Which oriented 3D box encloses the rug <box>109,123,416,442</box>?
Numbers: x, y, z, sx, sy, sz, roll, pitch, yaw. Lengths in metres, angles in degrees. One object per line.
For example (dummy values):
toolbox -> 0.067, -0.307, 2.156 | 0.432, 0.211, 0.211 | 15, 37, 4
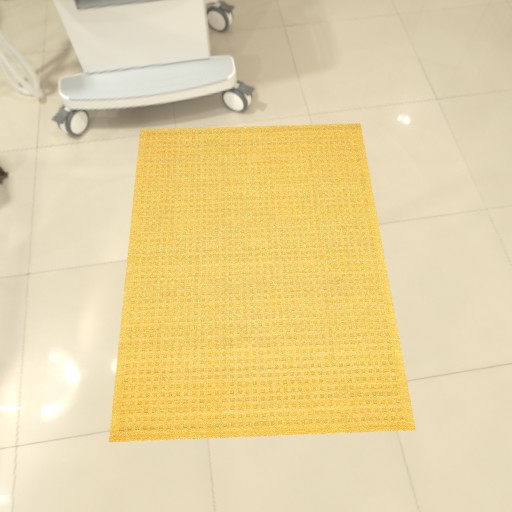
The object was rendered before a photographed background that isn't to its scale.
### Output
rug -> 0.000, 0.000, 4.294 | 2.486, 0.015, 3.242 | -2, 64, -1
